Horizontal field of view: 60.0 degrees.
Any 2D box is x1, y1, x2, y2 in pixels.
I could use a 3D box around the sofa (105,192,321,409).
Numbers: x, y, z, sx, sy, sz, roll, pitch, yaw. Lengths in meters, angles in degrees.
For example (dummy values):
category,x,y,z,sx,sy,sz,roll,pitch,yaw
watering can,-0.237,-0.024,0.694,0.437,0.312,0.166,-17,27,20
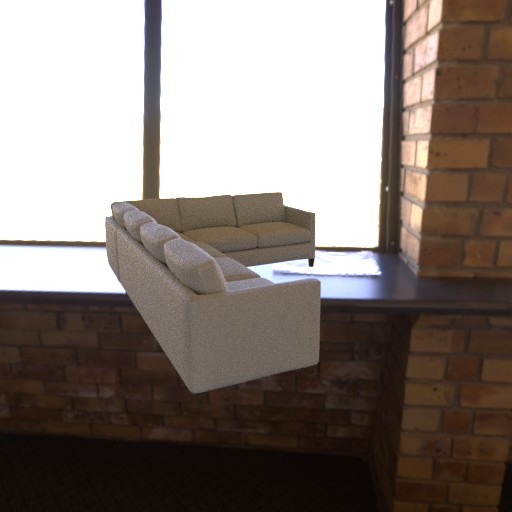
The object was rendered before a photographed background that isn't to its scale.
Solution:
category,x,y,z,sx,sy,sz,roll,pitch,yaw
sofa,0.000,0.000,4.528,2.522,0.934,3.333,-7,16,-26
